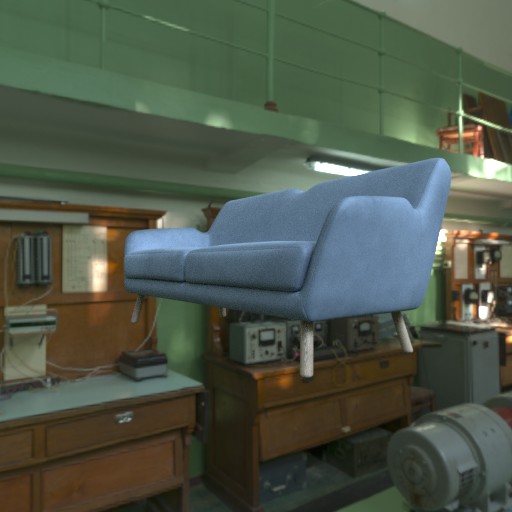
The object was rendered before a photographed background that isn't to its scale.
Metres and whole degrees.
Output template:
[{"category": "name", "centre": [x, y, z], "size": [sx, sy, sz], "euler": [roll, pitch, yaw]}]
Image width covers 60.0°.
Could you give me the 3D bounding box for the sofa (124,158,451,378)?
[{"category": "sofa", "centre": [0.000, 0.000, 2.289], "size": [0.850, 0.810, 1.870], "euler": [1, -1, -36]}]
